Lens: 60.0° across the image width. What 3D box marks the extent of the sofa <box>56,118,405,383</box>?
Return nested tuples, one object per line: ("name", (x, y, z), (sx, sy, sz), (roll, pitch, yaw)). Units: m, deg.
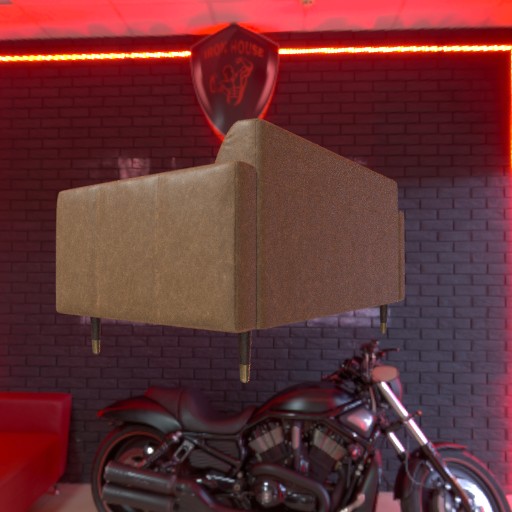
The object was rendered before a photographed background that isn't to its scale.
("sofa", (0.000, 0.000, 2.127), (0.960, 0.820, 1.549), (-1, -2, 36))
